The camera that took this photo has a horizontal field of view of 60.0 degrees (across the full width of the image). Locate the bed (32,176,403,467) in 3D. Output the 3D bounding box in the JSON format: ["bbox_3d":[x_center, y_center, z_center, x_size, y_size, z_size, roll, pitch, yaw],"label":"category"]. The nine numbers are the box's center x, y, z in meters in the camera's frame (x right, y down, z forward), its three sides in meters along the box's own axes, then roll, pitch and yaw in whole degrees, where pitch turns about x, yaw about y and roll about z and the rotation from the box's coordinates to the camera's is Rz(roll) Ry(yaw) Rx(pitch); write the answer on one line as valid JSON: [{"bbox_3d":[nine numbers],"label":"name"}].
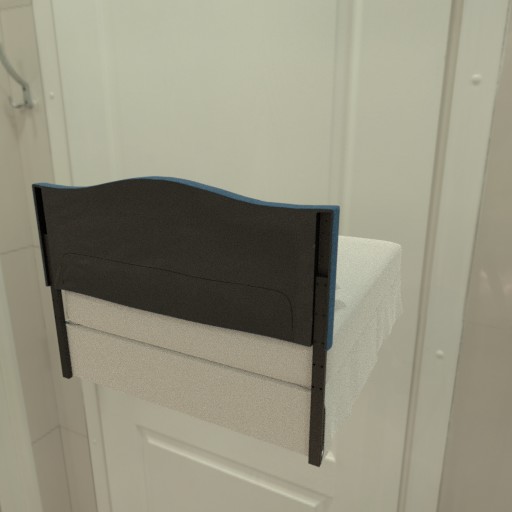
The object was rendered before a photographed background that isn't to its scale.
[{"bbox_3d":[0.000,0.000,2.815,1.610,1.169,1.872,8,18,26],"label":"bed"}]
